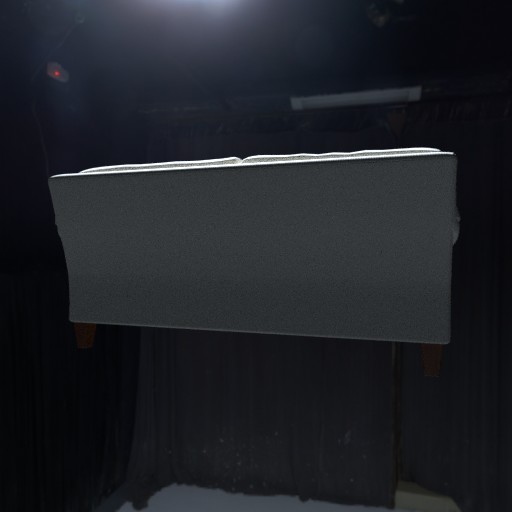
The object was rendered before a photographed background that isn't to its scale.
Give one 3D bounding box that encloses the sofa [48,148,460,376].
[{"bbox_3d":[0.000,0.000,2.665,2.159,1.087,1.086,0,1,17],"label":"sofa"}]
